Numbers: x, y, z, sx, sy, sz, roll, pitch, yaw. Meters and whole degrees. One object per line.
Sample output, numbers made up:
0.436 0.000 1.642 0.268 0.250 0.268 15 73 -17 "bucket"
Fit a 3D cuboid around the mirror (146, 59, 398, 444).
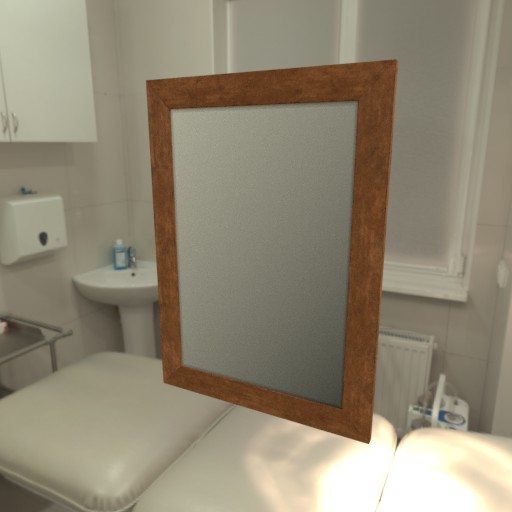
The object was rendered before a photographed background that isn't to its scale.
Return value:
0.000 0.000 1.415 0.796 1.099 0.028 7 16 26 "mirror"
